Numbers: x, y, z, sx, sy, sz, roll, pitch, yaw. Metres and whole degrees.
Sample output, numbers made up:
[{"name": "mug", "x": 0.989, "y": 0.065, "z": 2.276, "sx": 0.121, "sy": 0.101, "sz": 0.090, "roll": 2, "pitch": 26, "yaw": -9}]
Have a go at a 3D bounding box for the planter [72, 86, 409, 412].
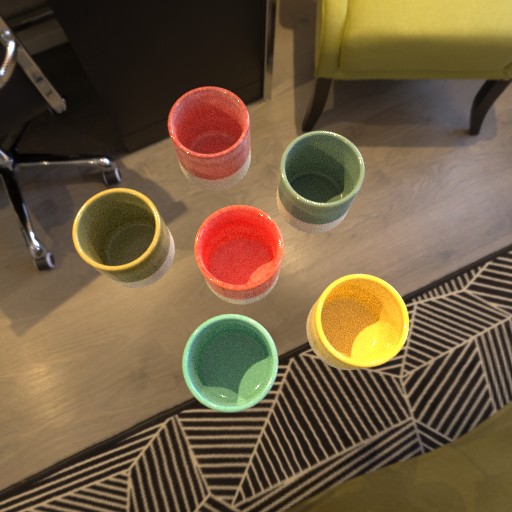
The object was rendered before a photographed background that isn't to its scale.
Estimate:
[{"name": "planter", "x": 0.000, "y": 0.000, "z": 0.407, "sx": 0.286, "sy": 0.075, "sz": 0.257, "roll": 33, "pitch": 77, "yaw": 9}]
